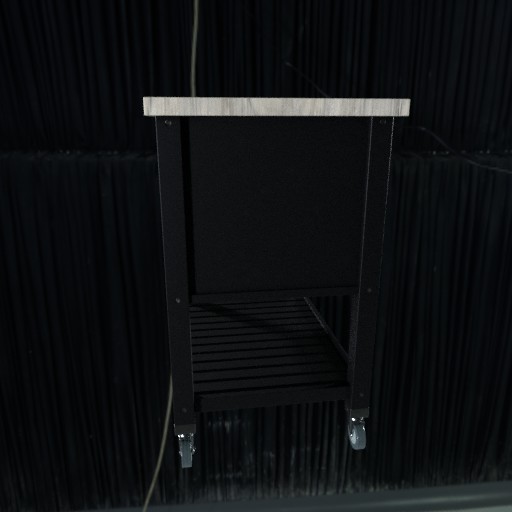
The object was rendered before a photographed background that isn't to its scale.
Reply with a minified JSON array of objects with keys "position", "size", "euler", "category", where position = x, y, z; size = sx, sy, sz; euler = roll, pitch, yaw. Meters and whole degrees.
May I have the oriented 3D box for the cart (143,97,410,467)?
[{"position":[0.000,0.000,1.425],"size":[0.567,0.920,0.797],"euler":[-2,17,-8],"category":"cart"}]
